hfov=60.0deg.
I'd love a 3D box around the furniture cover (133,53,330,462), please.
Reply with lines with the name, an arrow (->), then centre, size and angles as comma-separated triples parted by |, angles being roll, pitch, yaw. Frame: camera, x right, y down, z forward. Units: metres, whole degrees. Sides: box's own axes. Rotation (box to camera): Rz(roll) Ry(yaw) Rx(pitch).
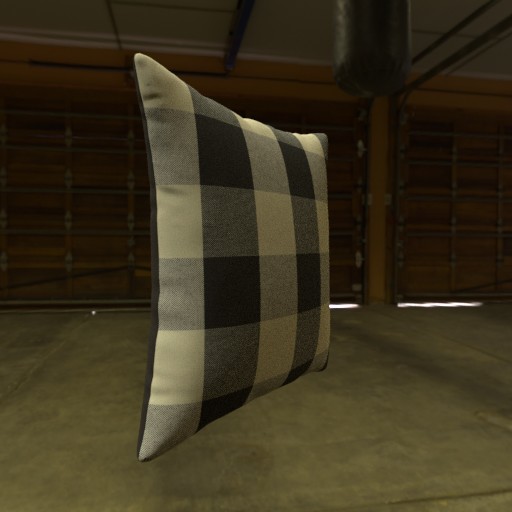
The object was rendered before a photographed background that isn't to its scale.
furniture cover -> 0.000, 0.000, 0.754 | 0.161, 0.509, 0.511 | 1, 2, 35
